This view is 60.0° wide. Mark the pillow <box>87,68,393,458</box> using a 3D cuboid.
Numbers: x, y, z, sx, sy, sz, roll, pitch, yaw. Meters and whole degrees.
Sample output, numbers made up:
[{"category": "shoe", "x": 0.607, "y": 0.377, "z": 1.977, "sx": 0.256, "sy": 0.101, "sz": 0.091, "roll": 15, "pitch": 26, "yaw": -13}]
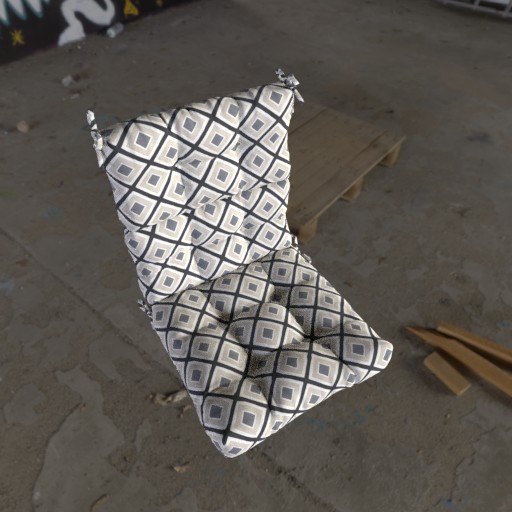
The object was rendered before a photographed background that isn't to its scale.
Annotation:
[{"category": "pillow", "x": 0.000, "y": 0.000, "z": 1.015, "sx": 0.519, "sy": 0.605, "sz": 0.571, "roll": -23, "pitch": 50, "yaw": -21}]
